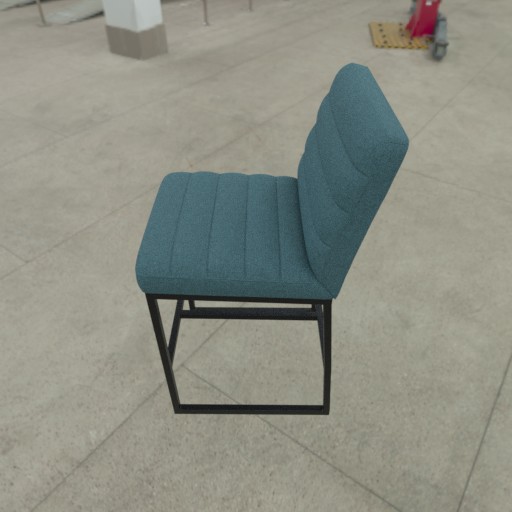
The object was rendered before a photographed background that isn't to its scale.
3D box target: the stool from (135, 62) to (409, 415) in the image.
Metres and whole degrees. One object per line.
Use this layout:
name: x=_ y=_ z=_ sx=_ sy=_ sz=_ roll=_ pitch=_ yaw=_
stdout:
stool: x=0.000 y=0.000 z=1.259 sx=0.560 sy=0.940 sz=0.460 roll=0 pitch=40 yaw=0
